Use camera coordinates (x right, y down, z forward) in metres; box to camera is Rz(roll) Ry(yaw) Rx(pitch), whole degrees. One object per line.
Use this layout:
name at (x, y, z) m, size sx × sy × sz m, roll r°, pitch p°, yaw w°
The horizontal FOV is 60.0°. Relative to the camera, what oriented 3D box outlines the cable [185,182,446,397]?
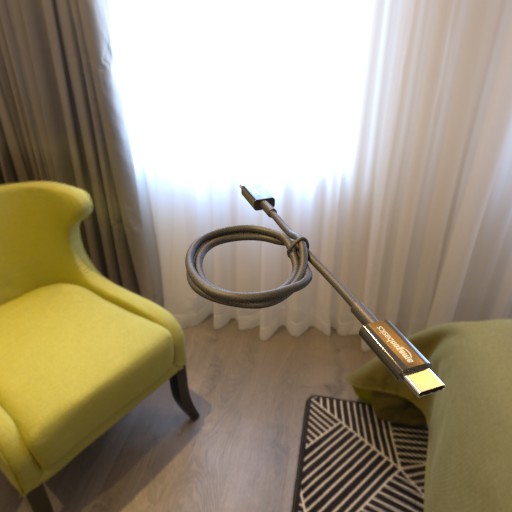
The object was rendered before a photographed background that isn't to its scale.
cable at (0.000, 0.000, 0.214) m, size 0.070 × 0.014 × 0.192 m, roll -10°, pitch 32°, yaw -17°
